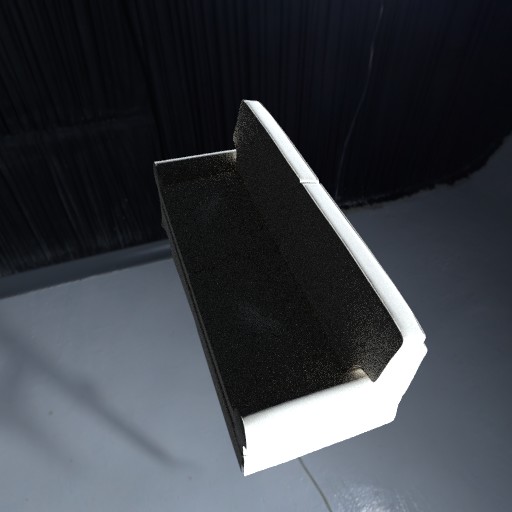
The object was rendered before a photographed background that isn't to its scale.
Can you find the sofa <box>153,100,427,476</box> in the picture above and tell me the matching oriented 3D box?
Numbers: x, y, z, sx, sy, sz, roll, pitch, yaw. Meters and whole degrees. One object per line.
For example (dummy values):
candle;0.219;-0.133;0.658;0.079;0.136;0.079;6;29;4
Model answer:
sofa;0.000;0.000;2.542;0.862;0.937;2.021;-15;49;-13
